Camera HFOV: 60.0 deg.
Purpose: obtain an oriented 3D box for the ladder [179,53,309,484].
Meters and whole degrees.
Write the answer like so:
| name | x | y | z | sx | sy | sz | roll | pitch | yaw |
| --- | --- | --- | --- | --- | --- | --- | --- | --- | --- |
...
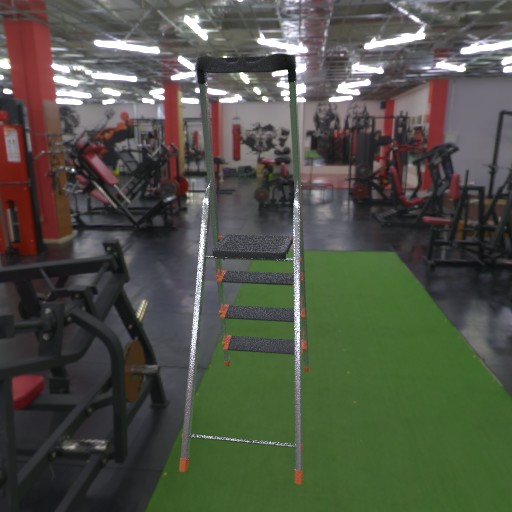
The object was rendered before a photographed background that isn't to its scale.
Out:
| name | x | y | z | sx | sy | sz | roll | pitch | yaw |
| --- | --- | --- | --- | --- | --- | --- | --- | --- | --- |
| ladder | 0.000 | 0.000 | 1.806 | 0.452 | 1.429 | 0.834 | 2 | 15 | 8 |
